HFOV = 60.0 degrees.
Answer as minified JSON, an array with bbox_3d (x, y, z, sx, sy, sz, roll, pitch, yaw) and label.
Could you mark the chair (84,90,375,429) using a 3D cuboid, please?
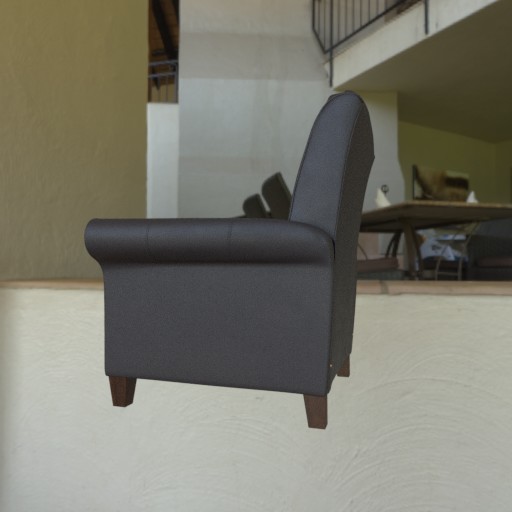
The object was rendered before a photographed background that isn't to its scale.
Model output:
[{"bbox_3d":[0.000,0.000,1.776,0.902,1.061,0.978,0,-2,18],"label":"chair"}]
